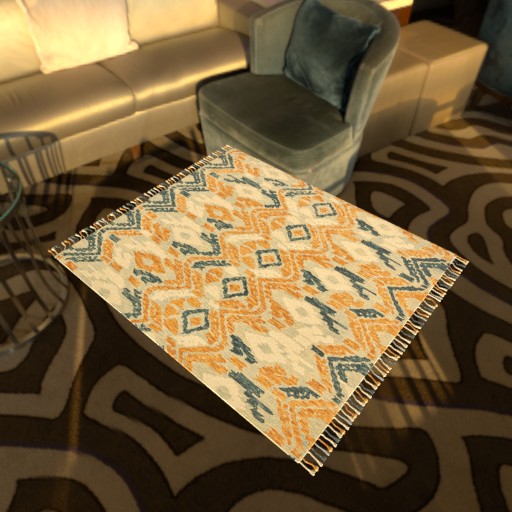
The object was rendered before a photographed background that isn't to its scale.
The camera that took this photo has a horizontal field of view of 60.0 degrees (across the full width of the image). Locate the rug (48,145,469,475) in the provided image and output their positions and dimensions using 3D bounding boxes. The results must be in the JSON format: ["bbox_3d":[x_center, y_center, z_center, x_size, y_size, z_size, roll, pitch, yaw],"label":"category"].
[{"bbox_3d":[0.000,0.000,4.090,3.048,0.010,2.439,31,53,27],"label":"rug"}]
